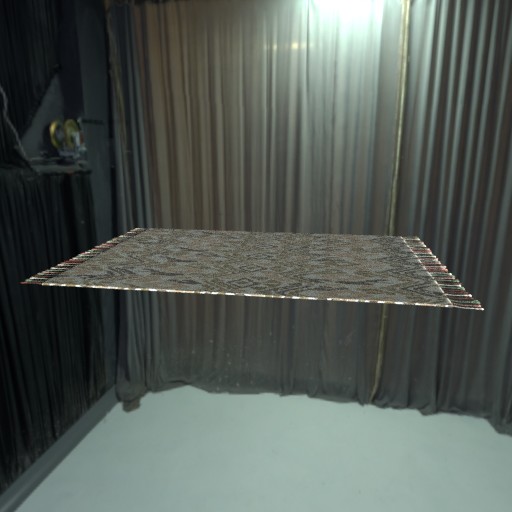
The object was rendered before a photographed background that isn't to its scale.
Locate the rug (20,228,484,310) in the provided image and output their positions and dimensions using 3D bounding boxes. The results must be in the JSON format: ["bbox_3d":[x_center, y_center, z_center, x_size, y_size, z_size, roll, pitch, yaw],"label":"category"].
[{"bbox_3d":[0.000,0.000,2.274,1.829,0.008,1.219,2,15,9],"label":"rug"}]
